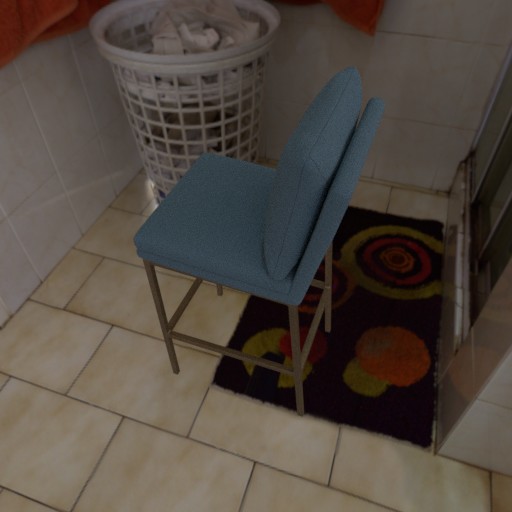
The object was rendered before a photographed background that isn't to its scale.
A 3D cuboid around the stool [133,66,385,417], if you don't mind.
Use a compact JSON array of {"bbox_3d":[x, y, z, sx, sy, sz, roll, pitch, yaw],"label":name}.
[{"bbox_3d":[0.000,0.000,1.439,0.568,1.124,0.463,16,48,14],"label":"stool"}]
